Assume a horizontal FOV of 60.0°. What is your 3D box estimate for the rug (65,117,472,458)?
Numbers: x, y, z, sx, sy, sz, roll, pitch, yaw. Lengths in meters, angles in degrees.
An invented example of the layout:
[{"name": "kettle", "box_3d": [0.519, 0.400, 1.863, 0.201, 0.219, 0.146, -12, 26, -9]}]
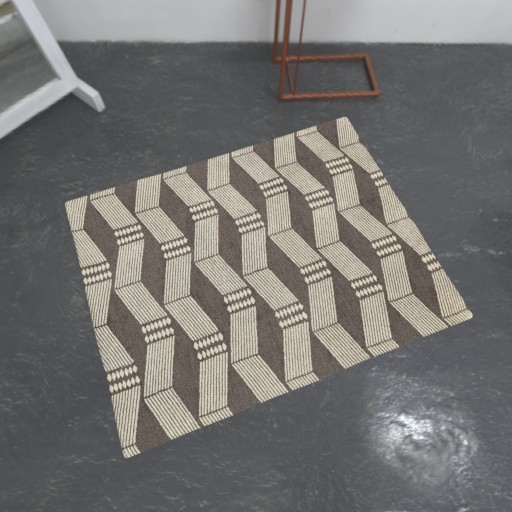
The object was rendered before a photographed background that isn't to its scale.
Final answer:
[{"name": "rug", "box_3d": [0.000, 0.000, 4.046, 3.048, 0.016, 2.438, -19, 65, -9]}]
